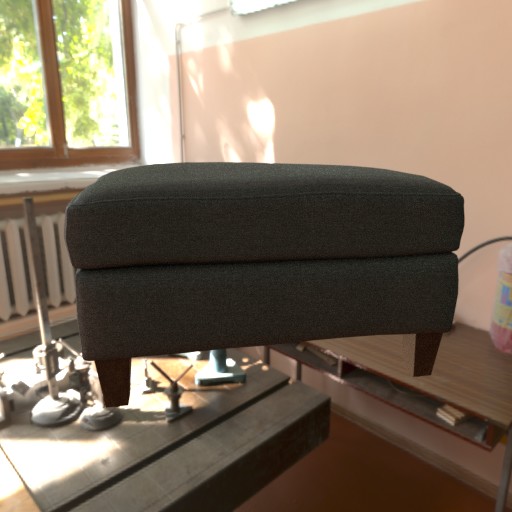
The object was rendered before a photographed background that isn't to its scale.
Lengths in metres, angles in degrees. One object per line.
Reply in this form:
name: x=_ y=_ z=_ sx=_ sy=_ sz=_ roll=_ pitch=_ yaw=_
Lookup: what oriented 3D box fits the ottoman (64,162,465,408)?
ottoman: x=0.000 y=0.000 z=1.191 sx=0.826 sy=0.496 sz=0.639 roll=-3 pitch=15 yaw=-10
